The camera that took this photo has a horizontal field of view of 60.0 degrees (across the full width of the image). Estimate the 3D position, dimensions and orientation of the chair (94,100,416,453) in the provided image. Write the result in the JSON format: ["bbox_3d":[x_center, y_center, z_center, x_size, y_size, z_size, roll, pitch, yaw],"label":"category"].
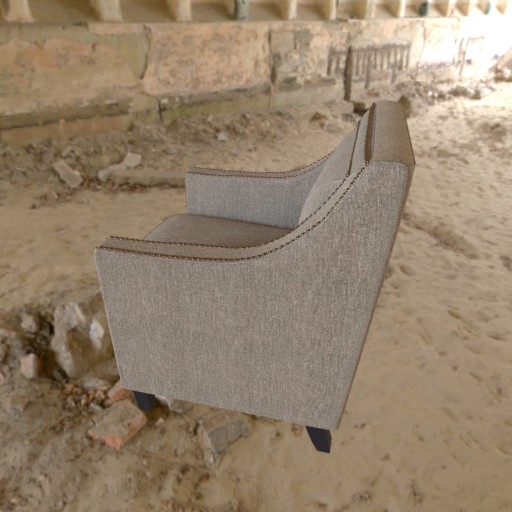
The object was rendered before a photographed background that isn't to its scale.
[{"bbox_3d":[0.000,0.000,1.565,0.884,0.967,0.776,7,30,12],"label":"chair"}]
